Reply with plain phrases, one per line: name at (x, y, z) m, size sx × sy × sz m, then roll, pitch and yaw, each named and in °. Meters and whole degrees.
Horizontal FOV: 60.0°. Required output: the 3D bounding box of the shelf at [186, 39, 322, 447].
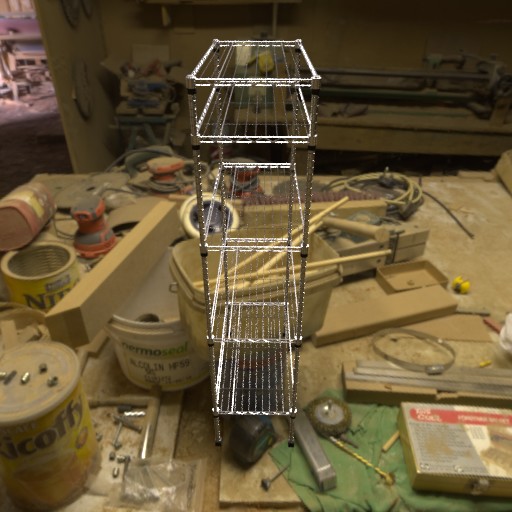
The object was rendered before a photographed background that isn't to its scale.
shelf at (0.000, 0.000, 1.891) m, size 0.356 × 1.587 × 0.762 m, roll 0°, pitch 33°, yaw 1°
